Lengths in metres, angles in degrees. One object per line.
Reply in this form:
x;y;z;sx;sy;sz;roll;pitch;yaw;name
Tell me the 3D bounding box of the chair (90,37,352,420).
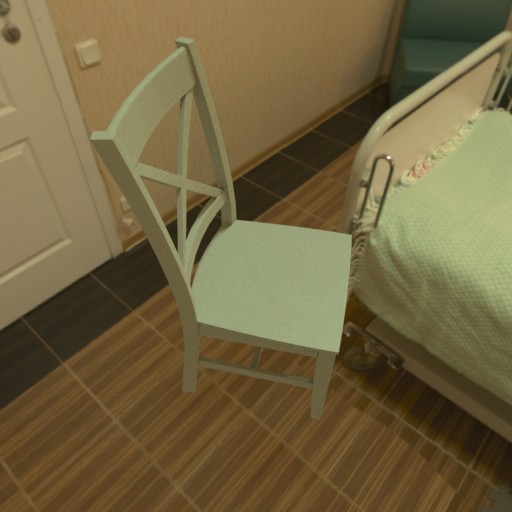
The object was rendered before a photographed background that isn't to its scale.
0.000;0.000;1.266;0.542;0.983;0.485;9;47;9;chair
